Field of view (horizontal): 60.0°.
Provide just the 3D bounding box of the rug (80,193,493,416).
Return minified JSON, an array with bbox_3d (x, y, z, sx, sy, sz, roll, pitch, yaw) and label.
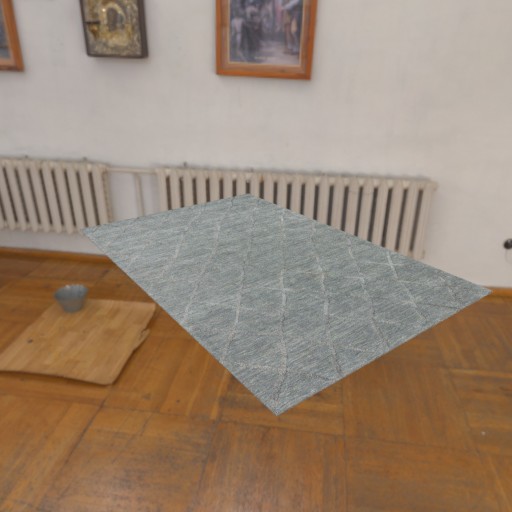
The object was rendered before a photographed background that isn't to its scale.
[{"bbox_3d":[0.000,0.000,2.831,1.521,0.006,2.283,-17,30,-33],"label":"rug"}]
